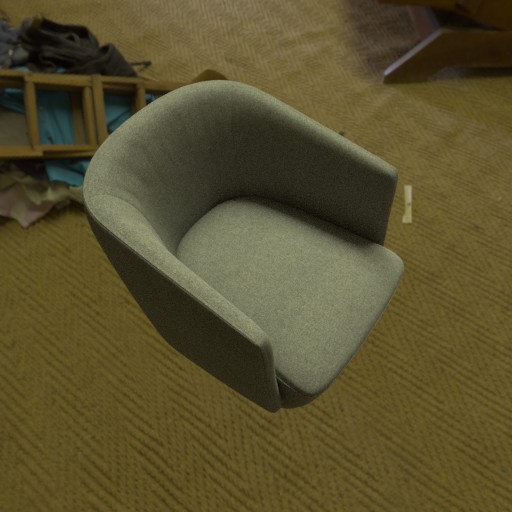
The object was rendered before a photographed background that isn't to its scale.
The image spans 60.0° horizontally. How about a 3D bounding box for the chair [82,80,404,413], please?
[{"bbox_3d":[0.000,0.000,1.655,0.986,0.861,0.822,32,62,20],"label":"chair"}]
